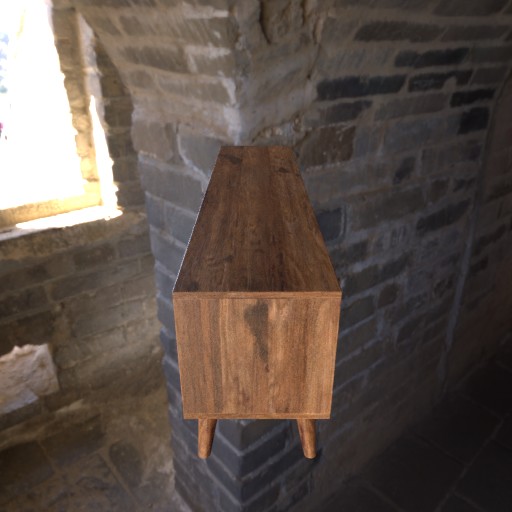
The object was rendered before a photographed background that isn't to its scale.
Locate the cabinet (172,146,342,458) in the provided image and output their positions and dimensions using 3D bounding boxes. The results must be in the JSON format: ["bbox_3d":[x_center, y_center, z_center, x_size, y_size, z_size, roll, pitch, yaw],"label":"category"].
[{"bbox_3d":[0.000,0.000,1.675,0.349,0.528,1.448,0,26,0],"label":"cabinet"}]
